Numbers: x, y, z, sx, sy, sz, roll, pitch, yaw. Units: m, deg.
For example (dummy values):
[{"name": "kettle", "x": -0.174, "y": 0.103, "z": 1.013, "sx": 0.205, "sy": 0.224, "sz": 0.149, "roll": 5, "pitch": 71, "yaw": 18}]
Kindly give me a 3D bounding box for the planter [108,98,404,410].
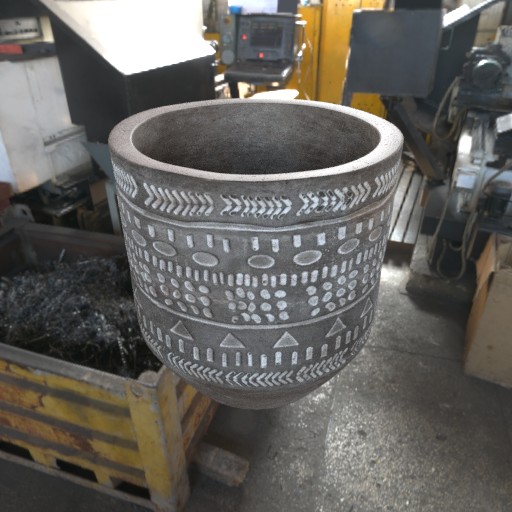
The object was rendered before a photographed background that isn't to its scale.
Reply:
[{"name": "planter", "x": 0.000, "y": 0.000, "z": 0.220, "sx": 0.122, "sy": 0.128, "sz": 0.122, "roll": 0, "pitch": 31, "yaw": 0}]
